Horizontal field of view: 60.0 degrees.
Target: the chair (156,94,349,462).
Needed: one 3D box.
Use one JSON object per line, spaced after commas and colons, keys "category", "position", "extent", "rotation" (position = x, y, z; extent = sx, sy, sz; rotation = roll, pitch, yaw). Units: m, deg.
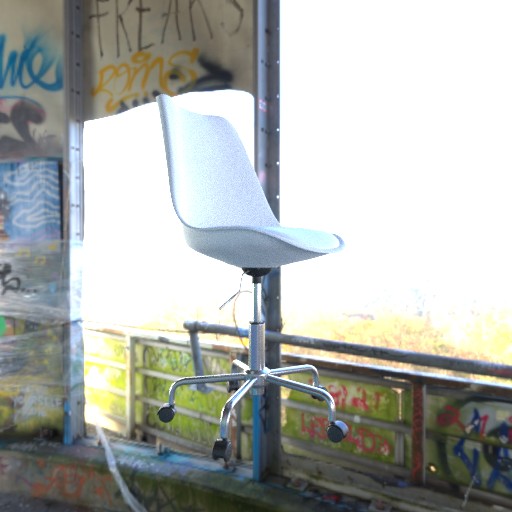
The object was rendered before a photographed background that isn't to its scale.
{"category": "chair", "position": [0.000, 0.000, 1.257], "extent": [0.550, 0.930, 0.550], "rotation": [1, 1, 35]}
